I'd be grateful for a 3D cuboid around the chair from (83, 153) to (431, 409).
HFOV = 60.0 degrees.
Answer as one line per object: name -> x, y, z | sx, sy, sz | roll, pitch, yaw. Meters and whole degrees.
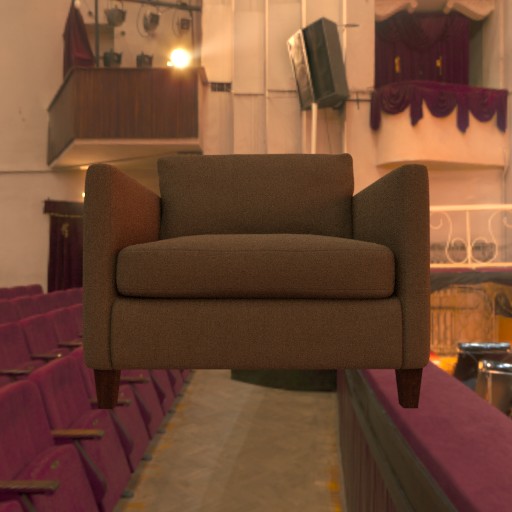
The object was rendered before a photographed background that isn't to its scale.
chair -> 0.000, 0.000, 1.810 | 1.107, 0.963, 0.959 | 0, -1, 0
